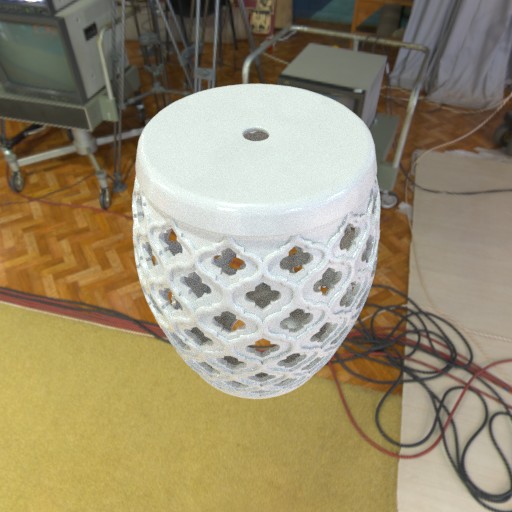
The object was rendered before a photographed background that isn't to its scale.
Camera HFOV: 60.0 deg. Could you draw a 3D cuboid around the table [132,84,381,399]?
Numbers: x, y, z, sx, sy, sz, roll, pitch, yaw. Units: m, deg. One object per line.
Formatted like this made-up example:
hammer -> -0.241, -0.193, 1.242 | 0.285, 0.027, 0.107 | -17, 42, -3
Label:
table -> 0.000, 0.000, 0.628 | 0.325, 0.388, 0.325 | 0, 46, 0
